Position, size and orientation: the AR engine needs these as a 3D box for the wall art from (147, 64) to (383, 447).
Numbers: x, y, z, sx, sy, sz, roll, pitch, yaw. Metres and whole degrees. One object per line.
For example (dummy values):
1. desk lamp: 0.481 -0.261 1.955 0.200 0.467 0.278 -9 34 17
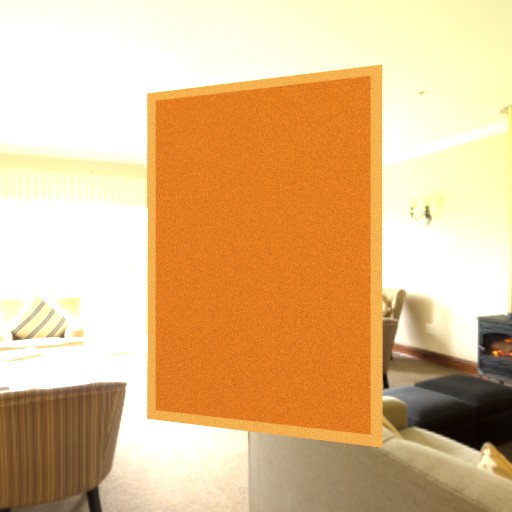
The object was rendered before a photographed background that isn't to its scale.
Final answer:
1. wall art: 0.000 0.000 0.831 0.456 0.656 0.013 0 0 17
